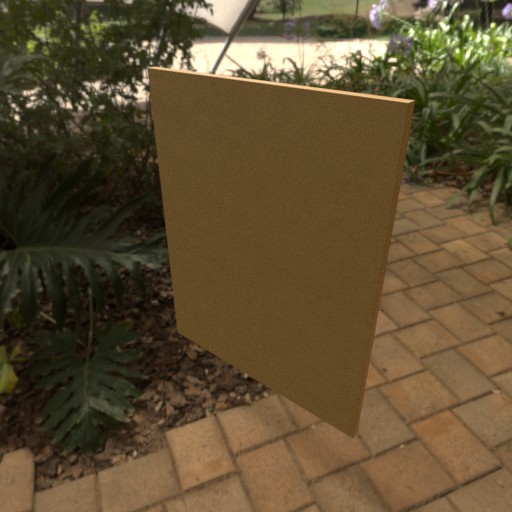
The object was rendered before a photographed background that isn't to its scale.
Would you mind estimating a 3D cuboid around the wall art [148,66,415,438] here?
[{"bbox_3d":[0.000,0.000,1.348,0.798,1.002,0.030,22,37,33],"label":"wall art"}]
